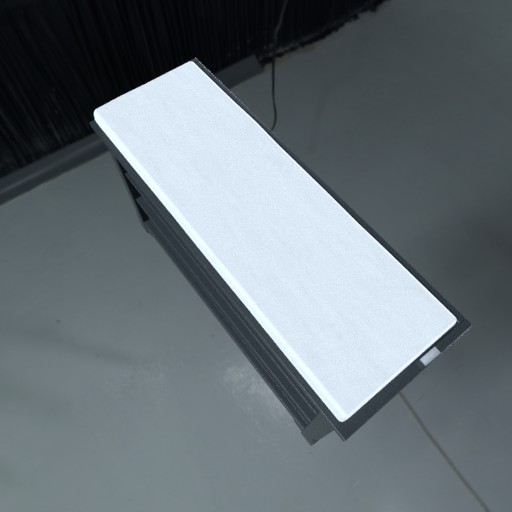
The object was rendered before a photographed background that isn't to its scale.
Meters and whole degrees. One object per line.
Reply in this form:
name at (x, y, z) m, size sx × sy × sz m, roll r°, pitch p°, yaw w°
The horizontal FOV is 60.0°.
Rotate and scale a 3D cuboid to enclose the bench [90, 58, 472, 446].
bench at (0.000, 0.000, 1.224) m, size 0.345 × 0.561 × 0.973 m, roll -35°, pitch 68°, yaw -16°
